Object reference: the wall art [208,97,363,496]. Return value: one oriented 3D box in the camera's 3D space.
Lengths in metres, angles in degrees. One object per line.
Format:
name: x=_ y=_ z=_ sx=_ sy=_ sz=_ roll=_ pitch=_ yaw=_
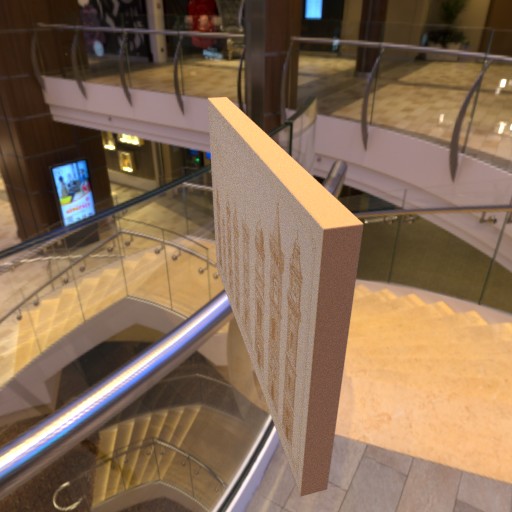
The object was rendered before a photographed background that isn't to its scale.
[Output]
wall art: x=0.000 y=0.000 z=0.758 sx=0.039 sy=0.407 sz=0.609 roll=-8 pitch=31 yaw=-13
